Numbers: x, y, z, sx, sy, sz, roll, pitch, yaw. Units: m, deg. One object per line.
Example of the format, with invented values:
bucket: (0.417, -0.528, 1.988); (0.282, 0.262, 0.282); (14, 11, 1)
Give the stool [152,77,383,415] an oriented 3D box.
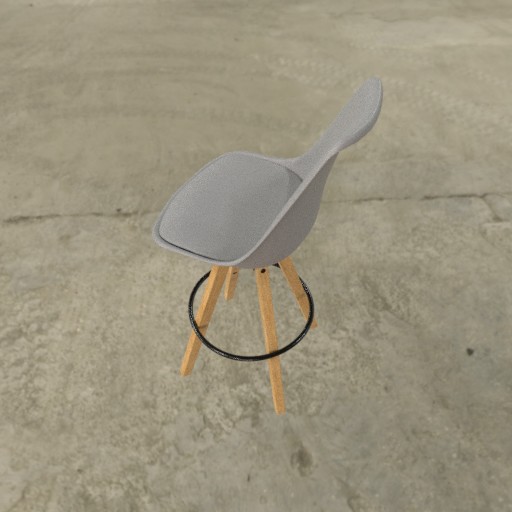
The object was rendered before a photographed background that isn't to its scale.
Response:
stool: (0.000, 0.000, 1.384); (0.550, 1.115, 0.485); (17, 49, 15)
